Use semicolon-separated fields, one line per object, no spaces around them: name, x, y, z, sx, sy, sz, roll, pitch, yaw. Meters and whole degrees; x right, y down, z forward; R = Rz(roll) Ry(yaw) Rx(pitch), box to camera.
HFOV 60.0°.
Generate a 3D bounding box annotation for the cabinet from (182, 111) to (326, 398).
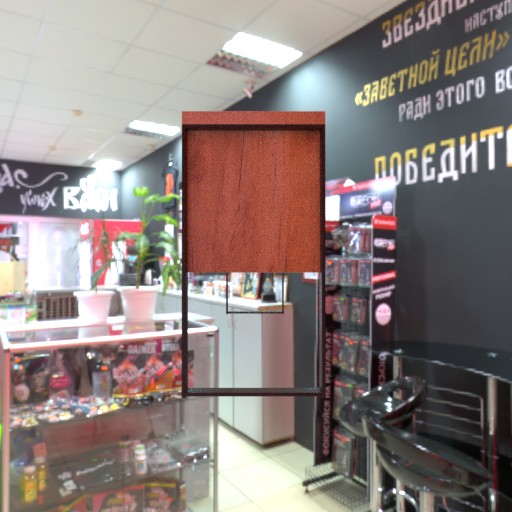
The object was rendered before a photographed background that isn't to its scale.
cabinet;0.000;0.000;2.077;0.395;0.762;1.800;0;0;0
